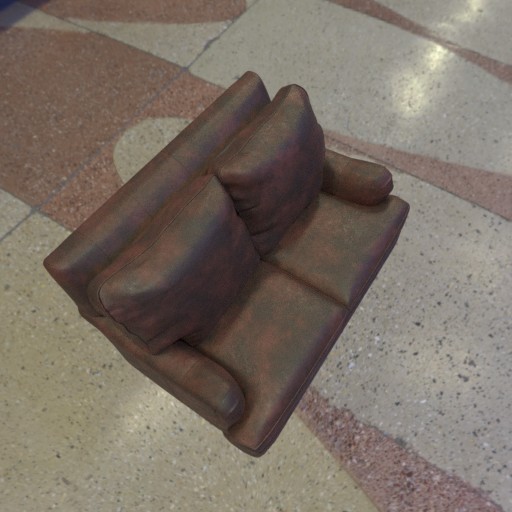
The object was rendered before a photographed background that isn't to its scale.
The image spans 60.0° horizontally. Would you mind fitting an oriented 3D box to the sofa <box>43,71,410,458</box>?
[{"bbox_3d":[0.000,0.000,2.362,1.148,1.070,1.628,30,63,17],"label":"sofa"}]
